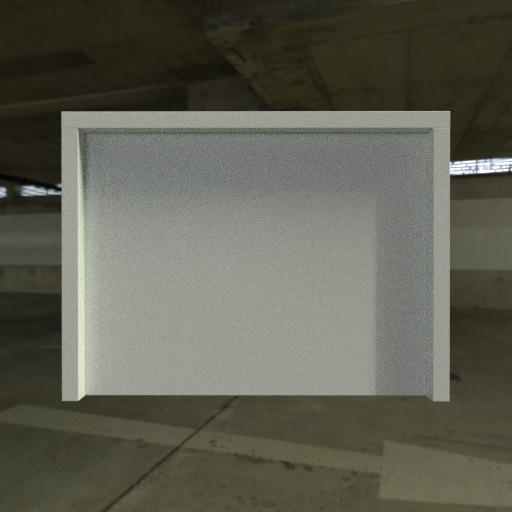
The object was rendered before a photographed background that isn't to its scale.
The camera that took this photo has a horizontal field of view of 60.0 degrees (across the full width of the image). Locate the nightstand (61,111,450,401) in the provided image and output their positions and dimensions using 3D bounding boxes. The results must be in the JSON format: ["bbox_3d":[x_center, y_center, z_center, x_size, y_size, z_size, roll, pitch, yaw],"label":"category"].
[{"bbox_3d":[0.000,0.000,0.740,0.470,0.351,0.408,0,0,0],"label":"nightstand"}]
